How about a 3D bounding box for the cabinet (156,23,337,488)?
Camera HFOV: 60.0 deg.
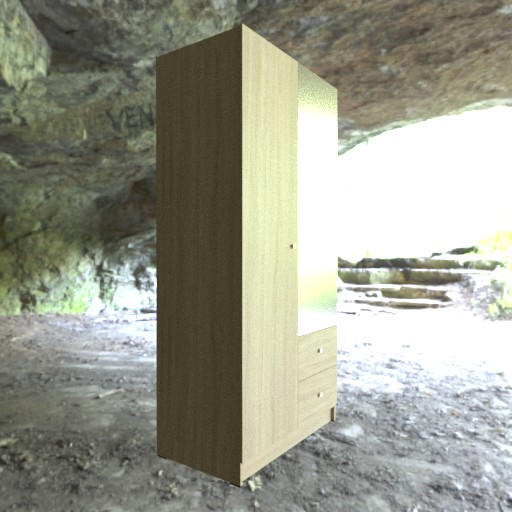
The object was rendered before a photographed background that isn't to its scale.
[{"bbox_3d":[0.000,0.000,2.587,0.590,2.121,1.001,0,0,36],"label":"cabinet"}]
